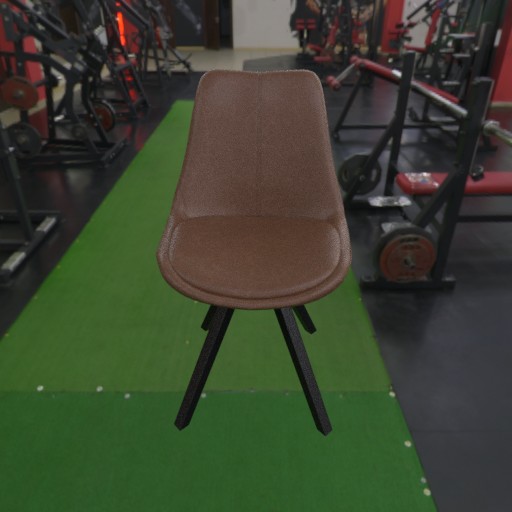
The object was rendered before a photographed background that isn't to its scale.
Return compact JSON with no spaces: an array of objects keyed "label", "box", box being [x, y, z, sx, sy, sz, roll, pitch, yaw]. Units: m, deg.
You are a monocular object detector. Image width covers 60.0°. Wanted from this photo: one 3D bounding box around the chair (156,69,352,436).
[{"label":"chair","box":[0.000,0.000,1.177,0.475,0.850,0.550,1,31,2]}]
